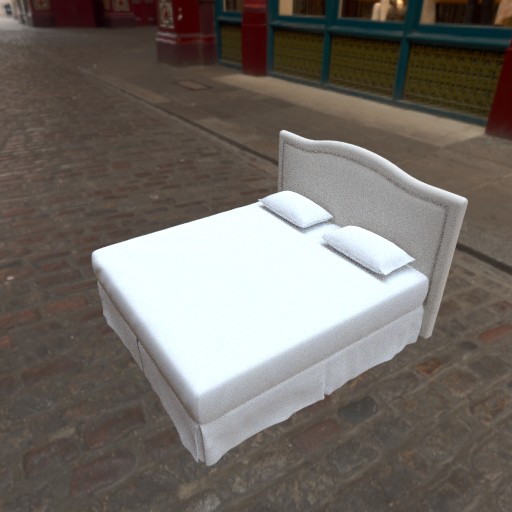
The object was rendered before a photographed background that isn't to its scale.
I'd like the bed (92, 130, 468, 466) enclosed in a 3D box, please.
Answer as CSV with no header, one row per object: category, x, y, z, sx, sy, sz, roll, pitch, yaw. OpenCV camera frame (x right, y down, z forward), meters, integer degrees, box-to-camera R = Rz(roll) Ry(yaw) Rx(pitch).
bed,0.000,0.000,3.587,2.182,1.421,2.083,-20,37,-29
